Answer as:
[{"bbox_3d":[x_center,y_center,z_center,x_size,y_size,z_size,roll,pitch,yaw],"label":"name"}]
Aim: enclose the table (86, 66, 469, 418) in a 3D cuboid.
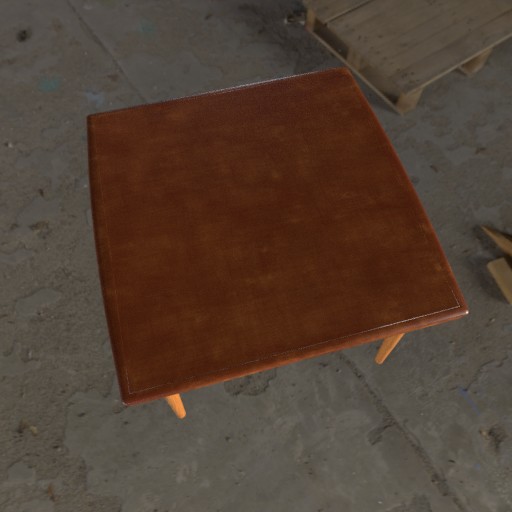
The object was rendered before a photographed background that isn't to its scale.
[{"bbox_3d":[0.000,0.000,1.697,0.991,0.754,0.991,-13,65,-6],"label":"table"}]
